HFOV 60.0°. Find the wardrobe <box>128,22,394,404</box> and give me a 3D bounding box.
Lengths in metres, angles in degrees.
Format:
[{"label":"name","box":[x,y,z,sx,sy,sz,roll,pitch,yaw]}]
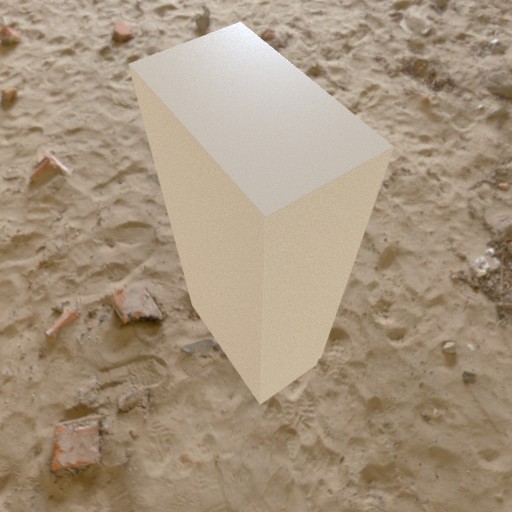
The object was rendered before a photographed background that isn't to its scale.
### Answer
[{"label":"wardrobe","box":[0.000,0.000,2.032,0.470,1.700,0.760,-30,62,-18]}]
